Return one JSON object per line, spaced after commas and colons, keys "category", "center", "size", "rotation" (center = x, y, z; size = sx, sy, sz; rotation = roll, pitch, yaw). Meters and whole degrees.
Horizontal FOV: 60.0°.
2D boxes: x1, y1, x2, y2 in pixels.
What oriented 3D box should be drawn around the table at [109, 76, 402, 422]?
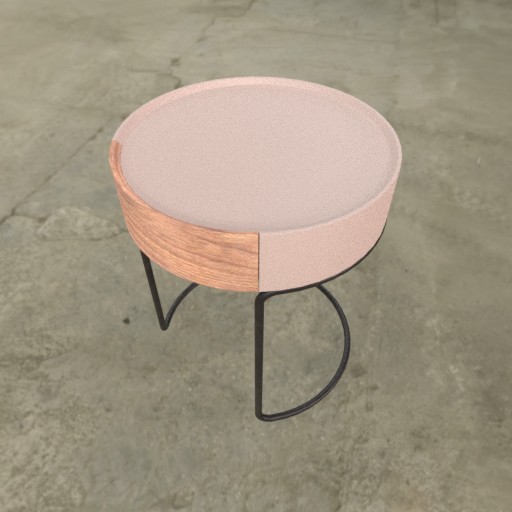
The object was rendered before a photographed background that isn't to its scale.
{"category": "table", "center": [0.000, 0.000, 0.883], "size": [0.450, 0.530, 0.450], "rotation": [0, 46, 0]}
